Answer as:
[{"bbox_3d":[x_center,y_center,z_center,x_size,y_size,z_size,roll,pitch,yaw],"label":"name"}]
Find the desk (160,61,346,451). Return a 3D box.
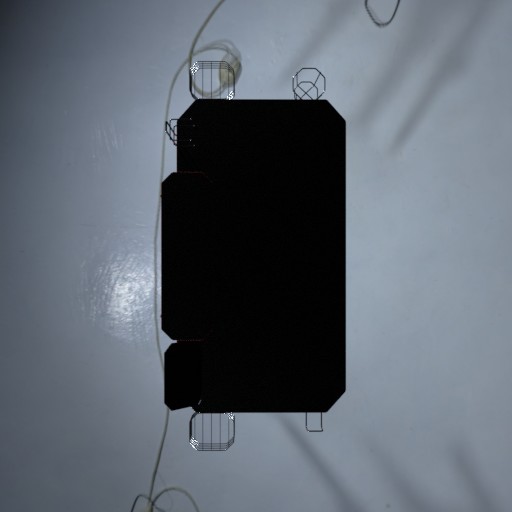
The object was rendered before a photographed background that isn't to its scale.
[{"bbox_3d":[0.000,0.000,1.746,0.588,0.913,1.280,0,90,0],"label":"desk"}]
